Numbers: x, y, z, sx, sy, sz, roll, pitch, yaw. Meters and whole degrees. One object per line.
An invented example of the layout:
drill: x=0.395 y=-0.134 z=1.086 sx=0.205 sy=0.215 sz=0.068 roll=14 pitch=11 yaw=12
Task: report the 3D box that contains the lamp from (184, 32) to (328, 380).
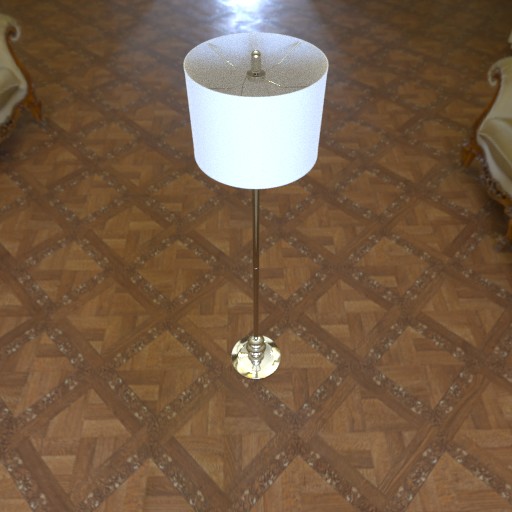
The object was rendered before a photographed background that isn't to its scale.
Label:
lamp: x=0.000 y=0.000 z=1.628 sx=0.356 sy=1.487 sz=0.356 roll=34 pitch=56 yaw=27
